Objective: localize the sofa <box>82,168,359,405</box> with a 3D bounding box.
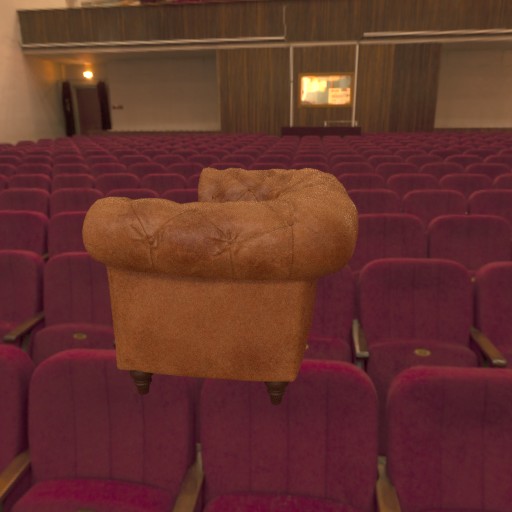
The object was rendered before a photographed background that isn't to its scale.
[{"bbox_3d":[0.000,0.000,2.500,1.042,0.877,1.979,2,15,7],"label":"sofa"}]
